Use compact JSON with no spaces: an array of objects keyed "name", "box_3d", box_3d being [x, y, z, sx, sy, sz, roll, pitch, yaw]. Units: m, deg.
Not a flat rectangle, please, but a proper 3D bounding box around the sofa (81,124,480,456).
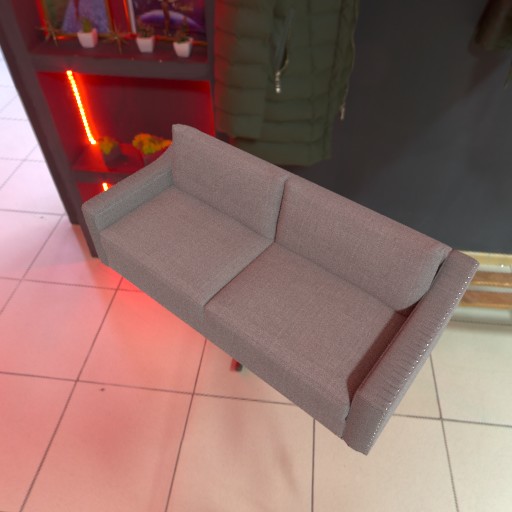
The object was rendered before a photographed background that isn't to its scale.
[{"name":"sofa","box_3d":[0.000,0.000,2.717,2.208,0.857,1.000,30,53,26]}]
